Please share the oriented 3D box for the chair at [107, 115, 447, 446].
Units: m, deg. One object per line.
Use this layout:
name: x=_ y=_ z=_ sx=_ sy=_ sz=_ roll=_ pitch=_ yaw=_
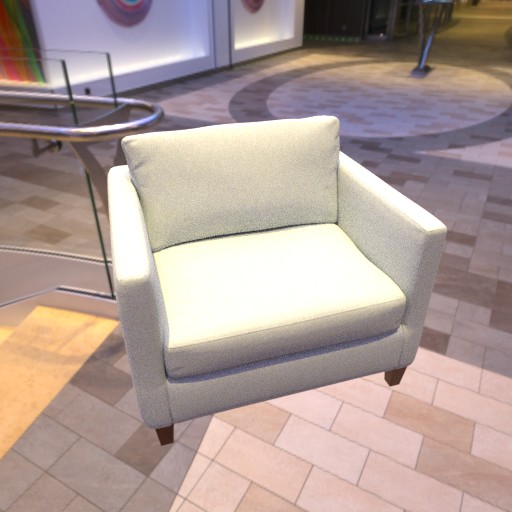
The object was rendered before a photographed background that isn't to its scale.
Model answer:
chair: x=0.000 y=0.000 z=1.843 sx=1.107 sy=0.961 sz=0.953 roll=-9 pitch=33 yaw=-14
